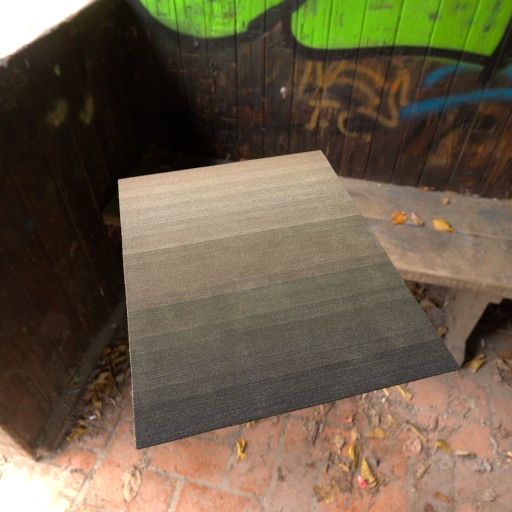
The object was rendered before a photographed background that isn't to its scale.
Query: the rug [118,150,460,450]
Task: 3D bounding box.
[{"bbox_3d":[0.000,0.000,3.985,2.315,0.015,2.932,-10,47,-10],"label":"rug"}]
